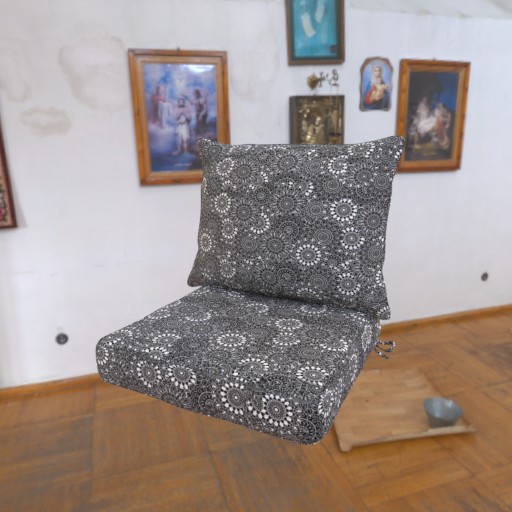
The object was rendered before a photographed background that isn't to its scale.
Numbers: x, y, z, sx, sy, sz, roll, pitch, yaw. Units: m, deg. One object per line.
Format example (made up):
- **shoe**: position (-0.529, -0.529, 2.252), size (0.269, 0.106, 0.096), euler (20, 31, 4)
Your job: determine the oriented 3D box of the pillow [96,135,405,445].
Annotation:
- **pillow**: position (0.000, 0.000, 1.371), size (0.798, 0.722, 0.740), euler (7, 16, 26)
